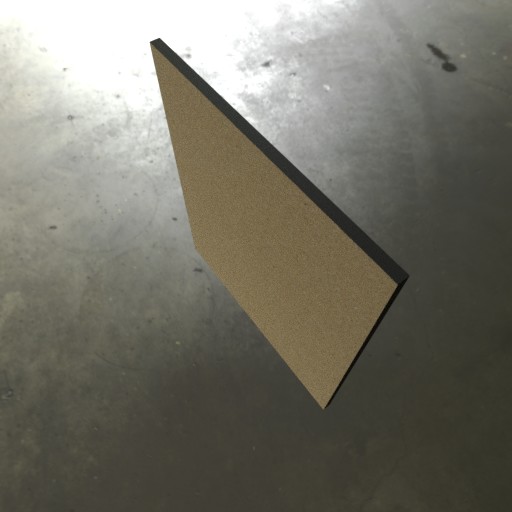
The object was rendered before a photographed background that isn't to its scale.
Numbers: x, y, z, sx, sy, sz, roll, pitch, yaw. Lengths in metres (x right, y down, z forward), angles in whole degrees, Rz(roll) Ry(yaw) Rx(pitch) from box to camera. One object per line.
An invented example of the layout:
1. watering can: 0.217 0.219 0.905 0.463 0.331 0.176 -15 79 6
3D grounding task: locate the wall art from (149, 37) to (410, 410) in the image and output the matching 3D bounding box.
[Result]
1. wall art: 0.000 0.000 1.200 0.028 0.863 0.755 -33 64 -18
